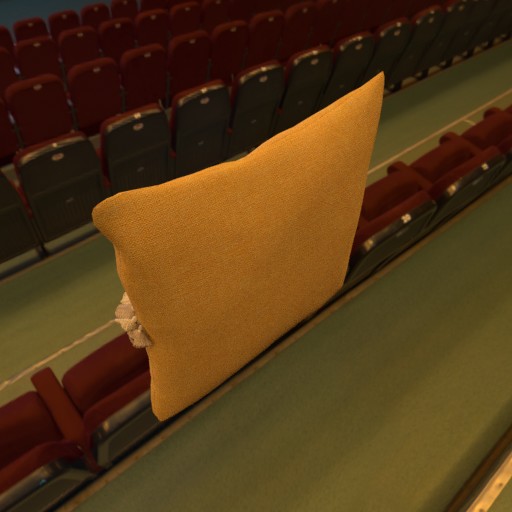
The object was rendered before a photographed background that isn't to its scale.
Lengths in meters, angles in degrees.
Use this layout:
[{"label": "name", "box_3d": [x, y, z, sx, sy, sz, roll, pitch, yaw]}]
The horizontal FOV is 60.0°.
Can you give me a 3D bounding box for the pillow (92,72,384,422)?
[{"label": "pillow", "box_3d": [0.000, 0.000, 0.720, 0.485, 0.481, 0.167, -32, 54, -27]}]
